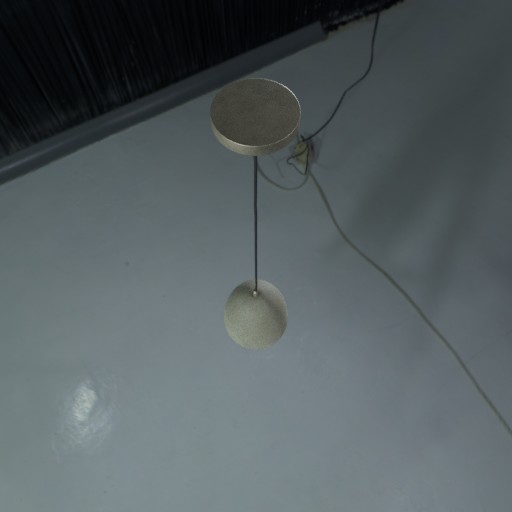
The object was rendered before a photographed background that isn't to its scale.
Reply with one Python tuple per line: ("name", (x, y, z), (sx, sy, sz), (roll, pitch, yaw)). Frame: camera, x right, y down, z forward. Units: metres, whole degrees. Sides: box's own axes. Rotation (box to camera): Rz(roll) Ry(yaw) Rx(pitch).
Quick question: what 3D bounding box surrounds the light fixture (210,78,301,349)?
("light fixture", (0.000, 0.000, 0.853), (0.170, 0.759, 0.170), (-32, 68, -14))
